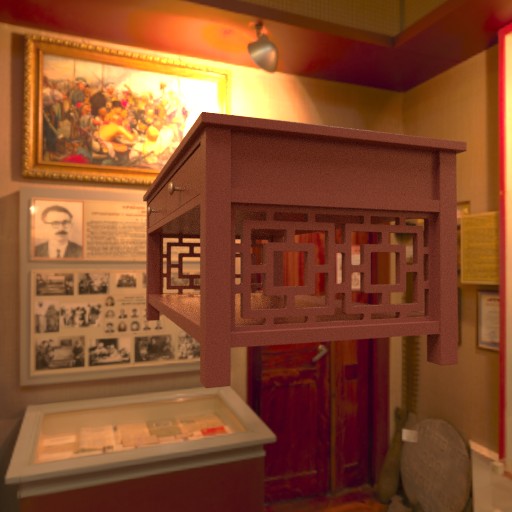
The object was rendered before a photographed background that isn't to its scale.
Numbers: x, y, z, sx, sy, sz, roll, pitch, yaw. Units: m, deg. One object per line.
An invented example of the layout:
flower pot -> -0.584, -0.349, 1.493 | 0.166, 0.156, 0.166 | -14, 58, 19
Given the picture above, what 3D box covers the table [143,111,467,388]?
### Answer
table -> 0.000, 0.000, 1.379 | 0.612, 0.493, 1.068 | 0, -1, -20
